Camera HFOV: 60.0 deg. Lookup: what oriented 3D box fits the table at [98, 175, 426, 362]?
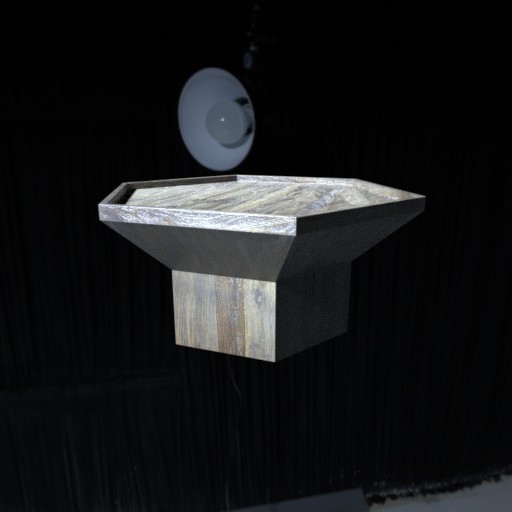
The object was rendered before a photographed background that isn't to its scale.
[{"bbox_3d":[0.000,0.000,1.615,0.966,0.488,1.115,-3,16,-9],"label":"table"}]
